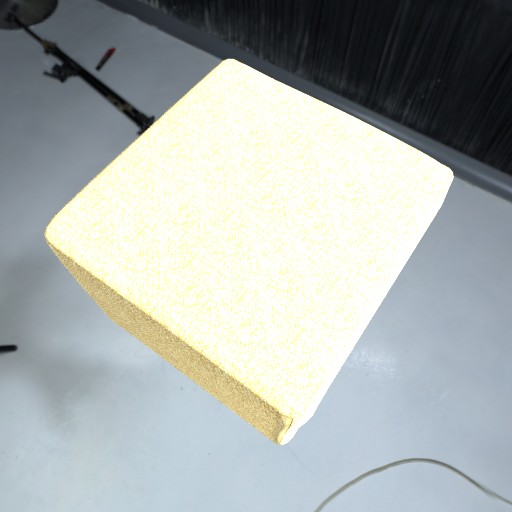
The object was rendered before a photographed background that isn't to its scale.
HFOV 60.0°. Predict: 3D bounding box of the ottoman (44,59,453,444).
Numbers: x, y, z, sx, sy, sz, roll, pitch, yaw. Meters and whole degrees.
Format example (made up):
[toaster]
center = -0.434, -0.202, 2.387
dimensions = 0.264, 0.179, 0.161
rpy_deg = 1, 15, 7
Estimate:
[ottoman]
center = 0.000, 0.000, 0.898
dimensions = 0.505, 0.441, 0.512
rpy_deg = 32, 67, 15
